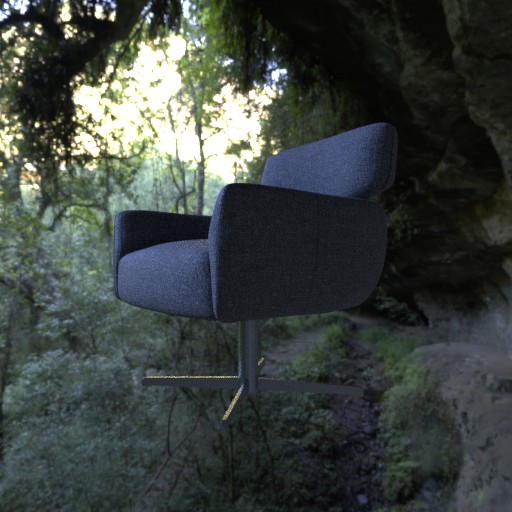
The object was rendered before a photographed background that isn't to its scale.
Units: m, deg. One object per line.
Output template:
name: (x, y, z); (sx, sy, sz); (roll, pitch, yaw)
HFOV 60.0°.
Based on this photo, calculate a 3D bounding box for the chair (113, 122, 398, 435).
chair: (0.000, 0.000, 1.350); (0.715, 0.812, 0.706); (0, -1, -36)
